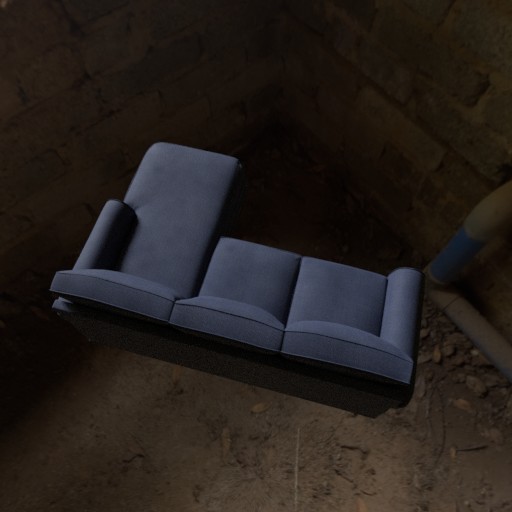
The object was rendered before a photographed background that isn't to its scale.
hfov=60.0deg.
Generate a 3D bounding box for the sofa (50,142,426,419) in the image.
[{"bbox_3d":[0.000,0.000,3.491,2.567,1.063,1.780,13,64,7],"label":"sofa"}]
